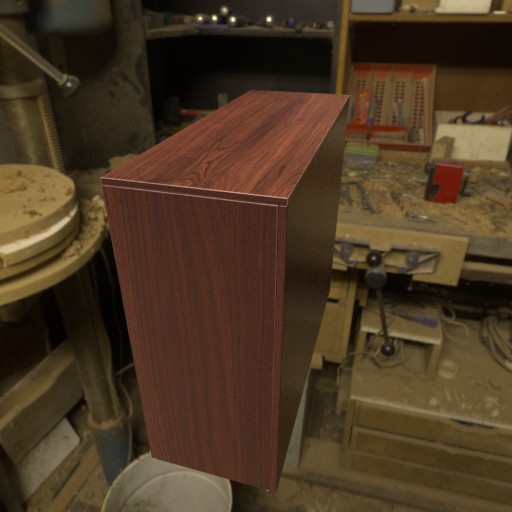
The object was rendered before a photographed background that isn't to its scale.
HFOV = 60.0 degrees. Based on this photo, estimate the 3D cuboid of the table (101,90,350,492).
[{"bbox_3d":[0.000,0.000,1.340,0.380,0.790,0.930,8,31,14],"label":"table"}]
